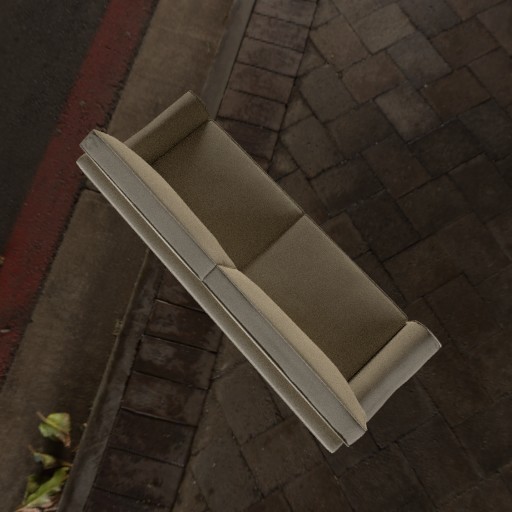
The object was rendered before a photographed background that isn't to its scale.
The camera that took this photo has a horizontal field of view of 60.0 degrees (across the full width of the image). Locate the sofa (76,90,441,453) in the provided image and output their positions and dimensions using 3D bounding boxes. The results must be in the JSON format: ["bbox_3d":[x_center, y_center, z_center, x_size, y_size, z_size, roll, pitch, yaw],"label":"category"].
[{"bbox_3d":[0.000,0.000,2.722,0.900,1.014,2.246,-41,79,-9],"label":"sofa"}]
